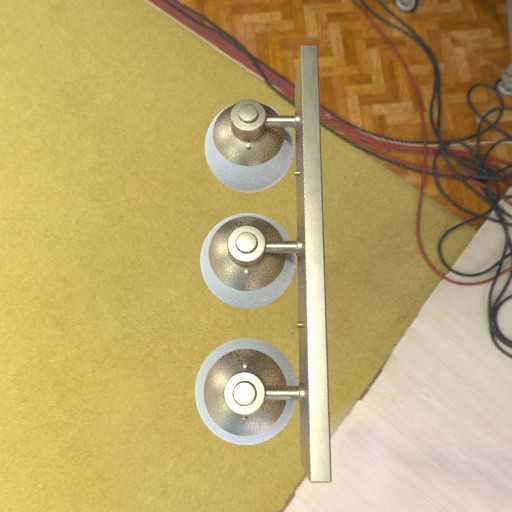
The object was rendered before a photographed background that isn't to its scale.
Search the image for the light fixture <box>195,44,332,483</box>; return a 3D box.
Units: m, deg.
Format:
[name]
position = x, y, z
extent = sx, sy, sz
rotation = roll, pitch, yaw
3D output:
[light fixture]
position = 0.000, 0.000, 0.835
extent = 0.218, 0.263, 0.721
rotation = 0, 76, 0
